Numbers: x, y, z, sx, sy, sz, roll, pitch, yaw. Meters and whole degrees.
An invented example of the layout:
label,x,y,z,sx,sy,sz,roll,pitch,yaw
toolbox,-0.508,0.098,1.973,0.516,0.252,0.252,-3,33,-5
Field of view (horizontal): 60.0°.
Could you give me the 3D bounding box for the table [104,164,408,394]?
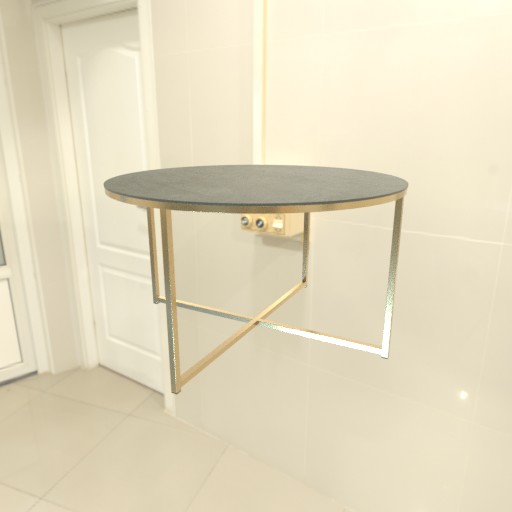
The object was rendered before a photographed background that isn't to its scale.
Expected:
label,x,y,z,sx,sy,sz,roll,pitch,yaw
table,0.000,0.000,1.290,0.800,0.450,0.800,0,17,0
